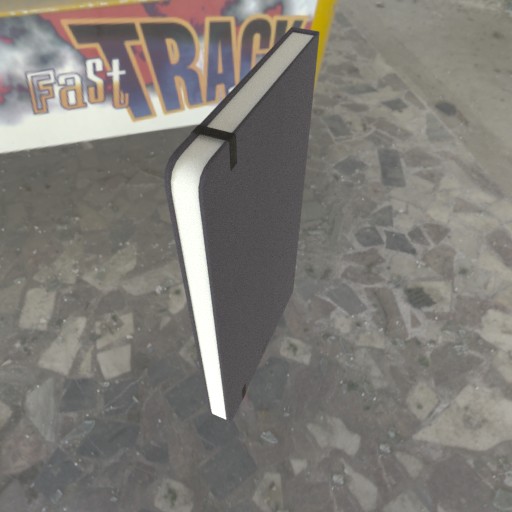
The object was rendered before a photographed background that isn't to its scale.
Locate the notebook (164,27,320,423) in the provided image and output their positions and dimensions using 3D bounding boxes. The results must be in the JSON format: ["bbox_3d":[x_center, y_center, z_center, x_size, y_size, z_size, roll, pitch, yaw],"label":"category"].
[{"bbox_3d":[0.000,0.000,0.263,0.016,0.213,0.127,18,50,15],"label":"notebook"}]
